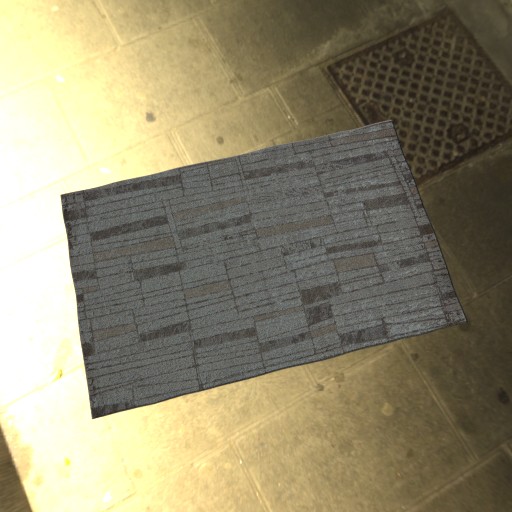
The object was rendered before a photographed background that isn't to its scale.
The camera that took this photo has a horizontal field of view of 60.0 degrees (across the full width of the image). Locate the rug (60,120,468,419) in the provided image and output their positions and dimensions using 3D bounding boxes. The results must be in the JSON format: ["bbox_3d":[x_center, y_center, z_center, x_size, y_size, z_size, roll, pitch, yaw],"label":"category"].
[{"bbox_3d":[0.000,0.000,2.974,2.444,0.023,1.531,-14,75,-4],"label":"rug"}]
